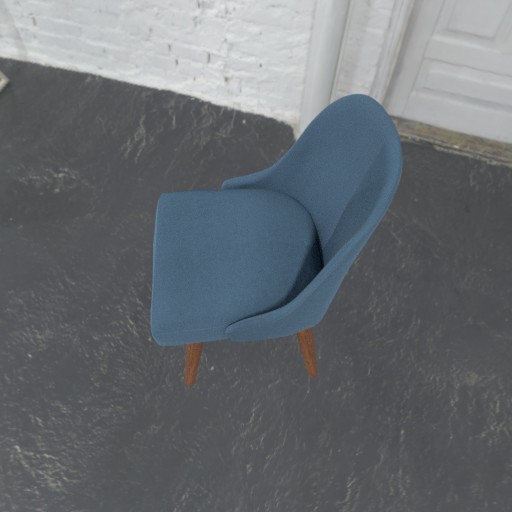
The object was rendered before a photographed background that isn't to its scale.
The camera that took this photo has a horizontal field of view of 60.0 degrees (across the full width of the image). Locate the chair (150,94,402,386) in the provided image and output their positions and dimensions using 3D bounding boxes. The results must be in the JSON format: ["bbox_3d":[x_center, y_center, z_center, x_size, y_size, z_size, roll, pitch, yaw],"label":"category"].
[{"bbox_3d":[0.000,0.000,1.270,0.589,0.882,0.503,-3,58,-2],"label":"chair"}]
